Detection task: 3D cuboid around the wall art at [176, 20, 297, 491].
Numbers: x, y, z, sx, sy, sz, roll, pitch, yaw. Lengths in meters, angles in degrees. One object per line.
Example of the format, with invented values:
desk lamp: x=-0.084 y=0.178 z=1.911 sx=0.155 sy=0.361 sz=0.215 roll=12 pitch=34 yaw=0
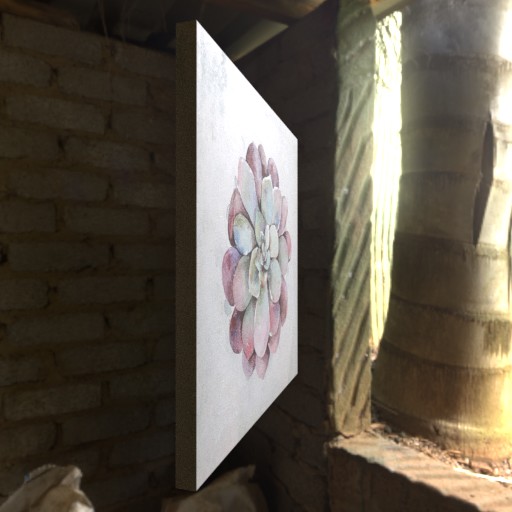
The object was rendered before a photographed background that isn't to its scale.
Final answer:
wall art: x=0.000 y=0.000 z=1.083 sx=0.041 sy=0.762 sz=0.762 roll=0 pitch=0 yaw=18
